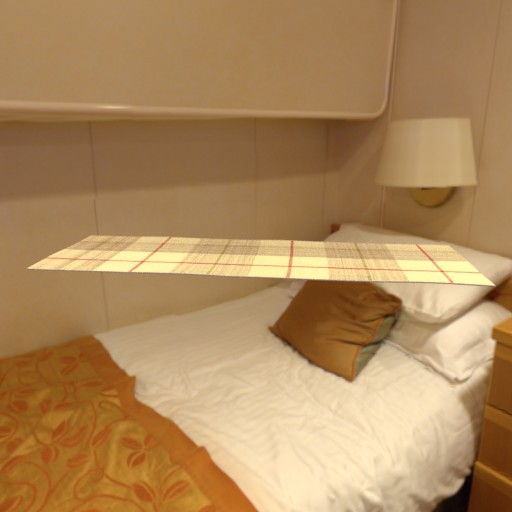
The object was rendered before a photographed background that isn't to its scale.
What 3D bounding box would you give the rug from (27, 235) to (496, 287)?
[{"bbox_3d":[0.000,0.000,2.655,2.439,0.013,0.762,2,17,6],"label":"rug"}]
